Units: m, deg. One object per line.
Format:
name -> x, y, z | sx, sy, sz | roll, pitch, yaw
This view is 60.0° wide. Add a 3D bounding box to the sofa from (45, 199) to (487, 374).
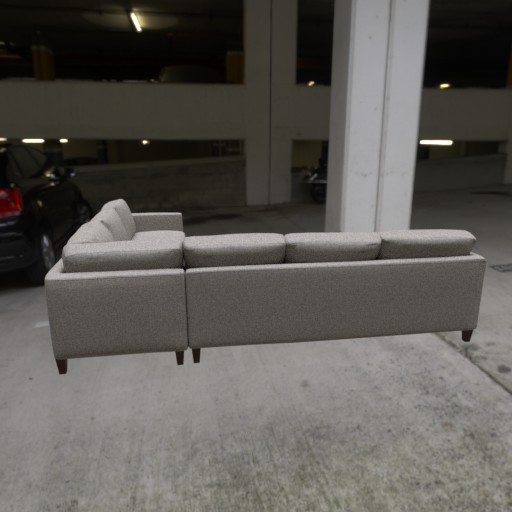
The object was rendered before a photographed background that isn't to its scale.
sofa -> 0.000, 0.000, 4.454 | 3.302, 0.947, 2.593 | -2, 15, -9
